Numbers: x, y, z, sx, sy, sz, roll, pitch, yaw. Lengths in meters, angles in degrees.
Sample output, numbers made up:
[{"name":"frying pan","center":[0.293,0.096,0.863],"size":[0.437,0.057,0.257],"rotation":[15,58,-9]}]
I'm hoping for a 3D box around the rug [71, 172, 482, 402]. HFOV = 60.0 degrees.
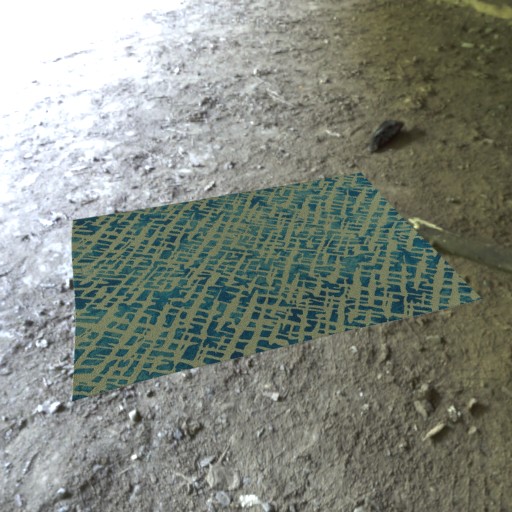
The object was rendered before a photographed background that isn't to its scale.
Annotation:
[{"name":"rug","center":[0.000,0.000,2.294],"size":[1.830,0.011,1.209],"rotation":[-11,42,-13]}]
